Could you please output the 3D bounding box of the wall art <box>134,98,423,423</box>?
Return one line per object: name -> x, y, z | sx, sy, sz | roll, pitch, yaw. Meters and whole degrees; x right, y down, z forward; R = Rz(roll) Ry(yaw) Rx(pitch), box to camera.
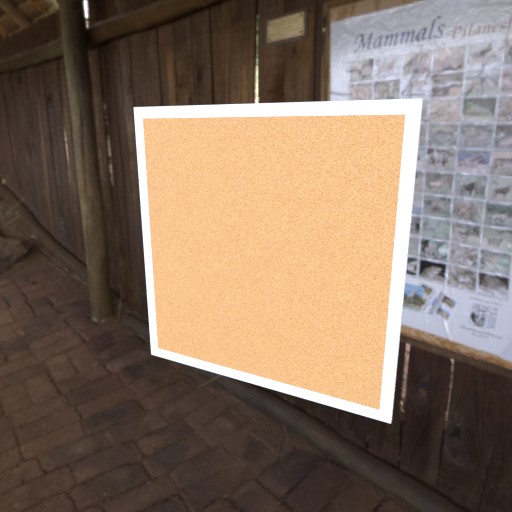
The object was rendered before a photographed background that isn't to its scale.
wall art -> 0.000, 0.000, 0.858 | 0.558, 0.559, 0.009 | 8, 18, 27
